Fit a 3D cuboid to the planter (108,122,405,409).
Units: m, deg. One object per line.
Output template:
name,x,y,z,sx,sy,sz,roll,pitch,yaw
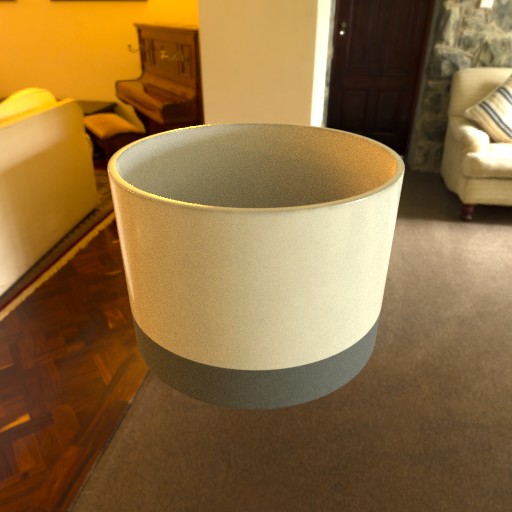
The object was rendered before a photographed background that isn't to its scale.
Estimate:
planter,0.000,0.000,0.225,0.128,0.105,0.128,0,29,0
